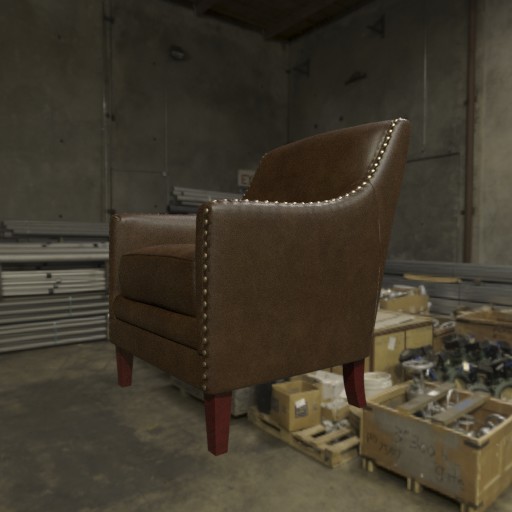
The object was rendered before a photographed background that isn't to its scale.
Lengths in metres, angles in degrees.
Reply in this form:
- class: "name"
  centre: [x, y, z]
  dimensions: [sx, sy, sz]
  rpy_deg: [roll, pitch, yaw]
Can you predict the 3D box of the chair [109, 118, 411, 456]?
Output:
- class: "chair"
  centre: [0.000, 0.000, 1.338]
  dimensions: [0.704, 0.813, 0.639]
  rpy_deg: [-1, 2, -37]
